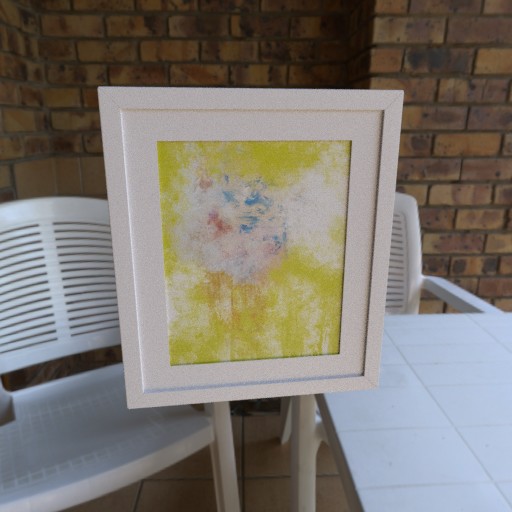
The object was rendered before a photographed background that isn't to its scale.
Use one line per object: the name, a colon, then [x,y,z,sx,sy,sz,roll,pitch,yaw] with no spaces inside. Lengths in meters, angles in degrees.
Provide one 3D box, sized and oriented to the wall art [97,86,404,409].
wall art: [0.000,0.000,0.539,0.331,0.381,0.028,-2,16,-8]
